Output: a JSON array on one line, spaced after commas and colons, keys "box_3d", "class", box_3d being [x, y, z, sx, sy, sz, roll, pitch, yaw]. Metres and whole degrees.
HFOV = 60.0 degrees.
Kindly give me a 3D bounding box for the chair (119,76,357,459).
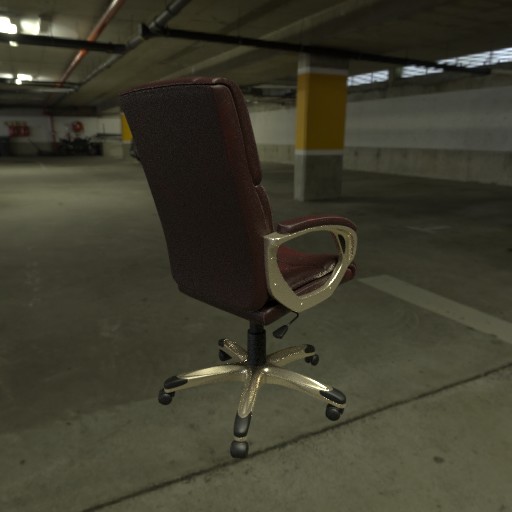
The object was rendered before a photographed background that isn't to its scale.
[{"box_3d": [0.000, 0.000, 1.562, 0.739, 1.107, 0.662, -14, 21, -43], "class": "chair"}]
